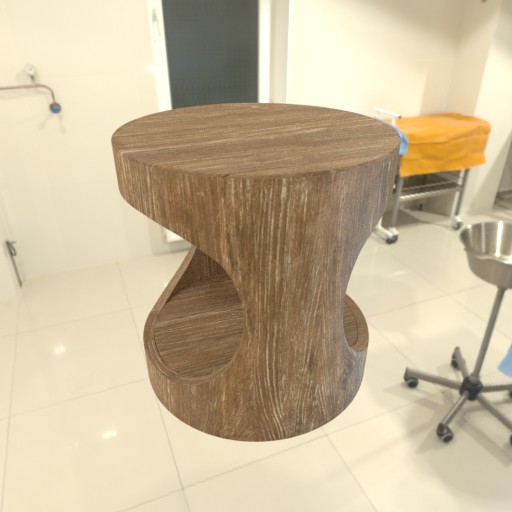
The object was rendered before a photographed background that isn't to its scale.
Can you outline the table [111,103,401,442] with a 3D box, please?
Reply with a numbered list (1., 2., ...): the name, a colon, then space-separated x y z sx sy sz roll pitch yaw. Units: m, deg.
1. table: 0.000 0.000 0.972 0.527 0.551 0.527 0 29 0
